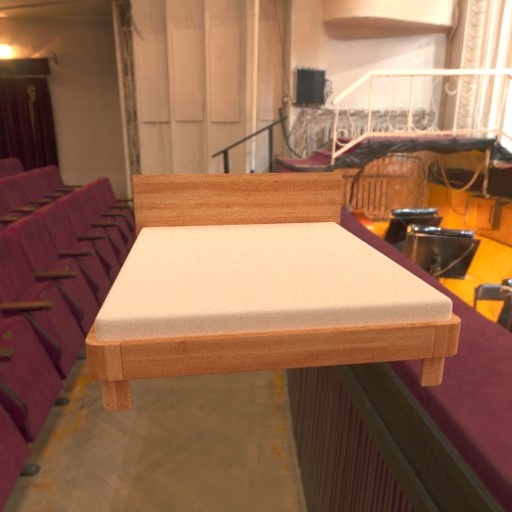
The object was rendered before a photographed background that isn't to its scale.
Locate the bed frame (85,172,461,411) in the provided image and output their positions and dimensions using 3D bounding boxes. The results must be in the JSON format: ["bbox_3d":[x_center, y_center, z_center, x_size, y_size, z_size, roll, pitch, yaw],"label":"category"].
[{"bbox_3d":[0.000,0.000,3.087,1.872,0.940,2.092,-2,16,-7],"label":"bed frame"}]
